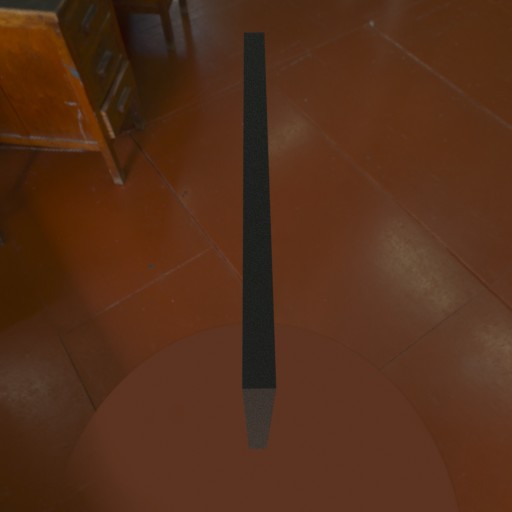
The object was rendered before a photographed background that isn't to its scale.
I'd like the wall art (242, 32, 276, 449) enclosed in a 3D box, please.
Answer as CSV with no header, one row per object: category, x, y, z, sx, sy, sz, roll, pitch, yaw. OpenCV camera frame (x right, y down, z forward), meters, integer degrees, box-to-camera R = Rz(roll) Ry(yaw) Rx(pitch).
wall art,0.000,0.000,0.550,0.024,0.329,0.404,-1,60,0
